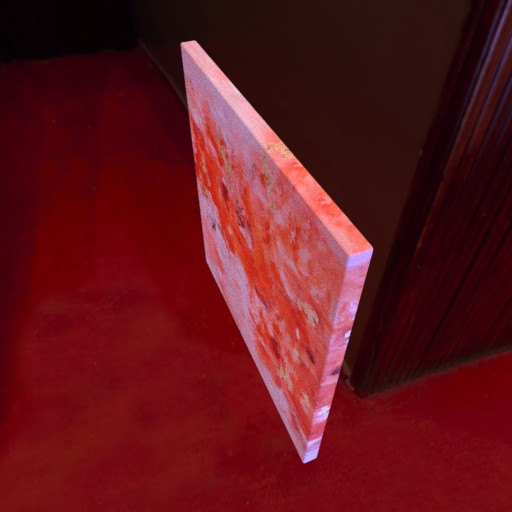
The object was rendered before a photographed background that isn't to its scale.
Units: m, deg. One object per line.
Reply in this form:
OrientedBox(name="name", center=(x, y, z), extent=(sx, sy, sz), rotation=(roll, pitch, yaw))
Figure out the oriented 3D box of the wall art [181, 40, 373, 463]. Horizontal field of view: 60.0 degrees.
OrientedBox(name="wall art", center=(0.000, 0.000, 1.072), extent=(0.064, 0.746, 0.747), rotation=(-17, 49, -16))
